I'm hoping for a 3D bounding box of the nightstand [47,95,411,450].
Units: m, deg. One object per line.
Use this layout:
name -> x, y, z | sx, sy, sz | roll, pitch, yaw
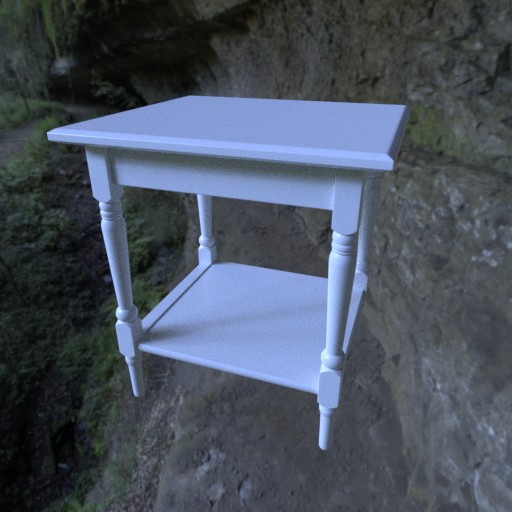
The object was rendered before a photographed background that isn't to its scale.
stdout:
nightstand -> 0.000, 0.000, 0.905 | 0.505, 0.555, 0.459 | 9, 28, 18
